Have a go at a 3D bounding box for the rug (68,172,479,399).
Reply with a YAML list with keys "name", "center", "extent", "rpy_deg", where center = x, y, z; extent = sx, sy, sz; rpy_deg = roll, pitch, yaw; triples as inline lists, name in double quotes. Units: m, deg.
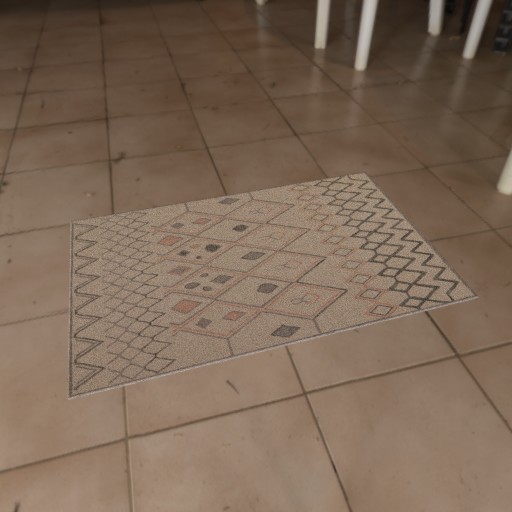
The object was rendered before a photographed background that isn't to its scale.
- name: "rug"
  center: [0.000, 0.000, 3.036]
  extent: [2.438, 0.015, 1.524]
  rpy_deg: [-11, 44, -12]
